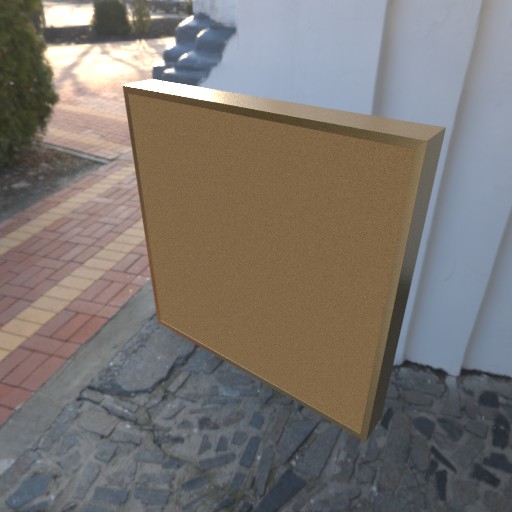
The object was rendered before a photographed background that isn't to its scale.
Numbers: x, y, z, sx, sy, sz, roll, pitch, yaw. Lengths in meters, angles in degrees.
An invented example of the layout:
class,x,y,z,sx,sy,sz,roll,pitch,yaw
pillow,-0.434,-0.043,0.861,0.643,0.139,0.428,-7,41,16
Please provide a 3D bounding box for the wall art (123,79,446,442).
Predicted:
class,x,y,z,sx,sy,sz,roll,pitch,yaw
wall art,0.000,0.000,0.454,0.304,0.304,0.038,22,38,31
